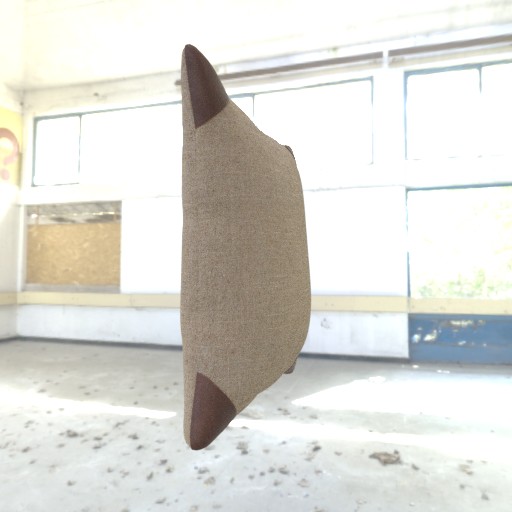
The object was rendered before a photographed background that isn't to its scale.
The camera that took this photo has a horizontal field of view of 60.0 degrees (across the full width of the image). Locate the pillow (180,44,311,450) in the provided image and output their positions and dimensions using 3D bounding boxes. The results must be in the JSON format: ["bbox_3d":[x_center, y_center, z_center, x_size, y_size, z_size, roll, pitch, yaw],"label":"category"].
[{"bbox_3d":[0.000,0.000,0.672,0.147,0.448,0.437,0,-2,17],"label":"pillow"}]
